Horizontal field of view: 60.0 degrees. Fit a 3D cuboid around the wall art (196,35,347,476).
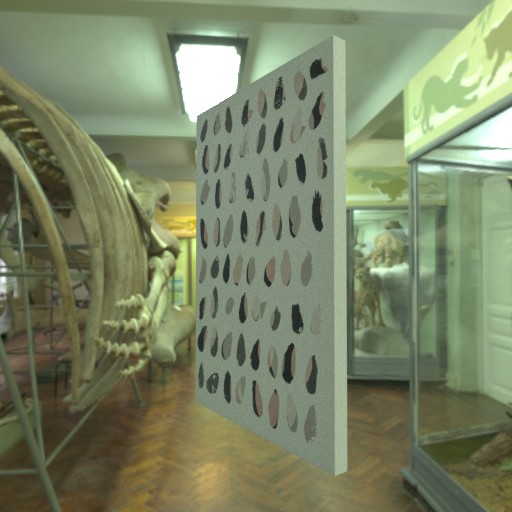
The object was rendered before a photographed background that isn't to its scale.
[{"bbox_3d":[0.000,0.000,0.781,0.025,0.608,0.405,1,-2,-35],"label":"wall art"}]
